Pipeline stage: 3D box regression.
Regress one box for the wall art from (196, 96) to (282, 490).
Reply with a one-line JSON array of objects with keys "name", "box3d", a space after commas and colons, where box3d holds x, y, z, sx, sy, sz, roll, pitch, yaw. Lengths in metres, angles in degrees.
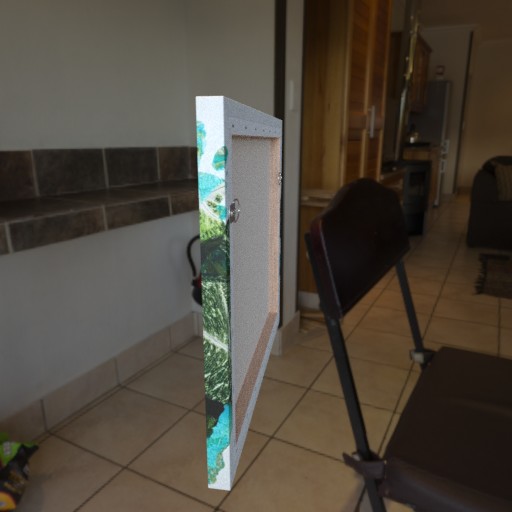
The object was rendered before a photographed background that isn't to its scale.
[{"name": "wall art", "box3d": [0.000, 0.000, 0.989, 0.043, 0.610, 0.711, 2, 15, 9]}]
